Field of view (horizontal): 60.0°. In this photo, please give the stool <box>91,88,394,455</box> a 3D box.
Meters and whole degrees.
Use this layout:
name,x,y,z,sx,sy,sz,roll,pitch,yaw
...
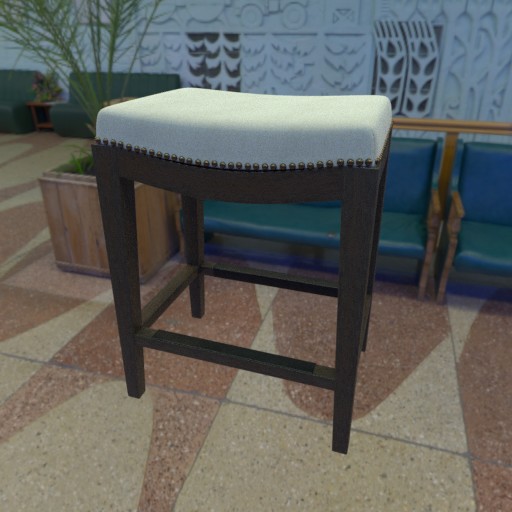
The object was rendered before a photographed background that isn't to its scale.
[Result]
name,x,y,z,sx,sy,sz,roll,pitch,yaw
stool,0.000,0.000,0.957,0.500,0.642,0.361,9,28,16
